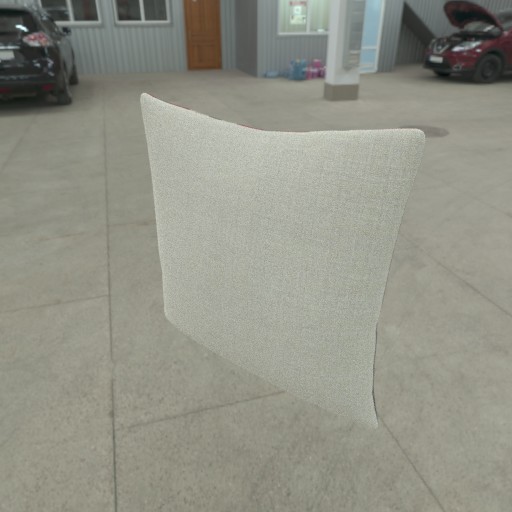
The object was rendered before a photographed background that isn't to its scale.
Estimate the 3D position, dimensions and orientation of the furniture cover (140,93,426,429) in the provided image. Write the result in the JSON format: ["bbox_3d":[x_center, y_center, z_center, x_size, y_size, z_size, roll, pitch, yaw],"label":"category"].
[{"bbox_3d":[0.000,0.000,0.644,0.435,0.420,0.145,20,35,32],"label":"furniture cover"}]
